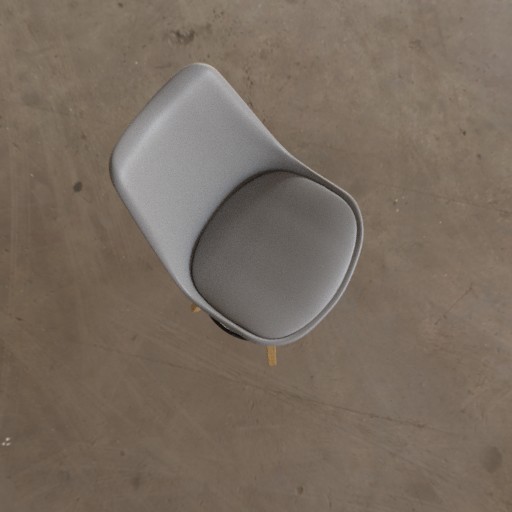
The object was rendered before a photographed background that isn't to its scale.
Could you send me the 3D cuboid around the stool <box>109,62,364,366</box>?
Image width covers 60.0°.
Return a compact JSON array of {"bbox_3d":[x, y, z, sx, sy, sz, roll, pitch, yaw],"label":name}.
[{"bbox_3d":[0.000,0.000,1.365,0.550,1.115,0.485,33,76,9],"label":"stool"}]
